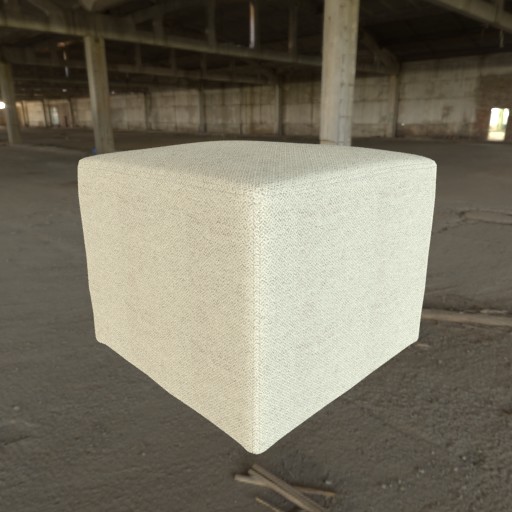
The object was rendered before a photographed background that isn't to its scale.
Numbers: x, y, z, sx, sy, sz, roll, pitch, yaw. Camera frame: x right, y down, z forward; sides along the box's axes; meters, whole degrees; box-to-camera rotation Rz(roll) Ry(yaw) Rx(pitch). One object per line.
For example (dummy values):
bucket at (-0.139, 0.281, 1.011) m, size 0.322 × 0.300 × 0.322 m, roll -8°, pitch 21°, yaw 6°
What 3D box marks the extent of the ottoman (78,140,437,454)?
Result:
ottoman at (0.000, 0.000, 0.919) m, size 0.512 × 0.453 × 0.521 m, roll -17°, pitch 24°, yaw -42°
